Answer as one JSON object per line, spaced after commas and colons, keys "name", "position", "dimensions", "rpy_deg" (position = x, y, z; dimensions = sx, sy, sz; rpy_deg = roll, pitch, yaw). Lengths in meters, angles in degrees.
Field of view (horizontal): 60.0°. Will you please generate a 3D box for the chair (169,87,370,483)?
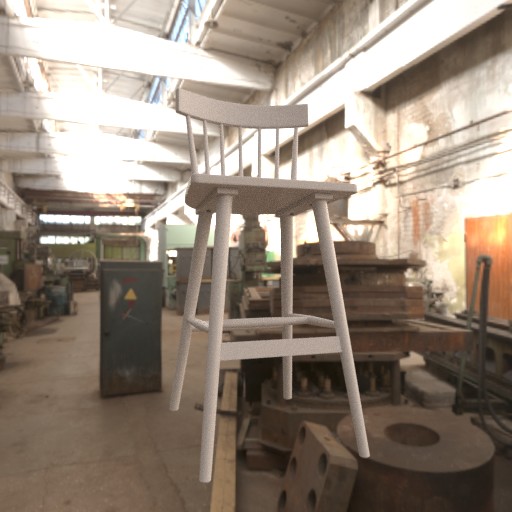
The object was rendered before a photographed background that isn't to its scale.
{"name": "chair", "position": [0.000, 0.000, 1.395], "dimensions": [0.483, 1.092, 0.572], "rpy_deg": [0, -1, -18]}
